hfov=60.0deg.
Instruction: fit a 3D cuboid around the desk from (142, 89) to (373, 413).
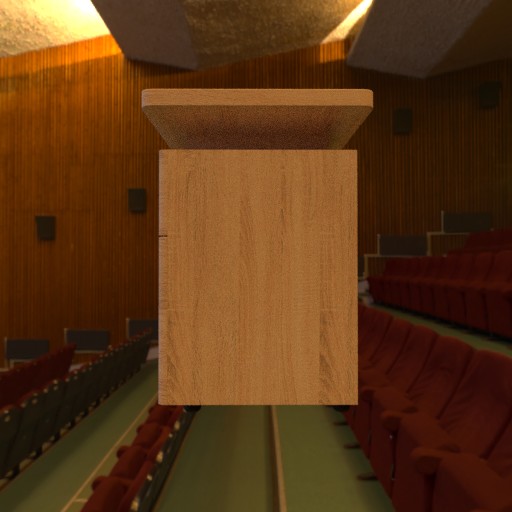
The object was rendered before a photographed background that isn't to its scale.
[{"bbox_3d":[0.000,0.000,1.725,0.550,0.760,1.400,0,-1,0],"label":"desk"}]
